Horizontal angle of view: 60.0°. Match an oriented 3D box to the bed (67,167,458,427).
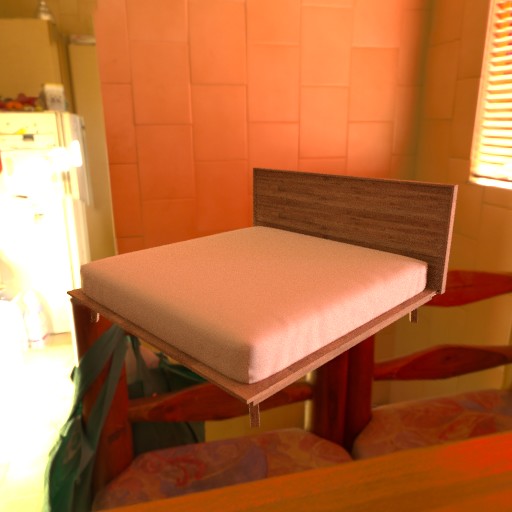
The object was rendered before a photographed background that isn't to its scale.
[{"bbox_3d":[0.000,0.000,3.448,2.167,1.100,2.116,-16,22,-43],"label":"bed"}]
